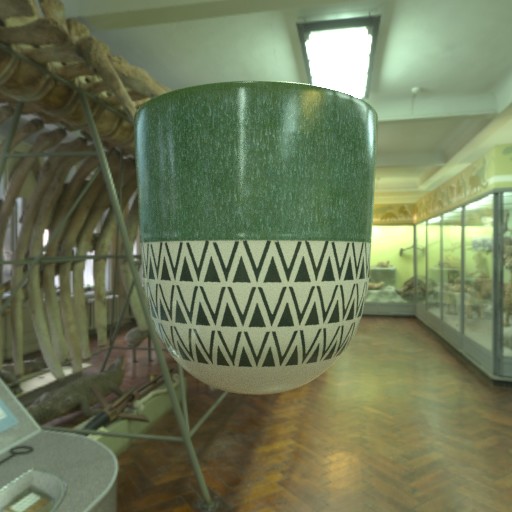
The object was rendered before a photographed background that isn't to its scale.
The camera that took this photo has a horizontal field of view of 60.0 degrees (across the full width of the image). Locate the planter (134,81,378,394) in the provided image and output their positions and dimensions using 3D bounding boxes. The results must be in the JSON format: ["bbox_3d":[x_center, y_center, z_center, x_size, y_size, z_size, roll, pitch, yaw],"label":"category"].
[{"bbox_3d":[0.000,0.000,0.367,0.195,0.214,0.195,0,0,0],"label":"planter"}]
